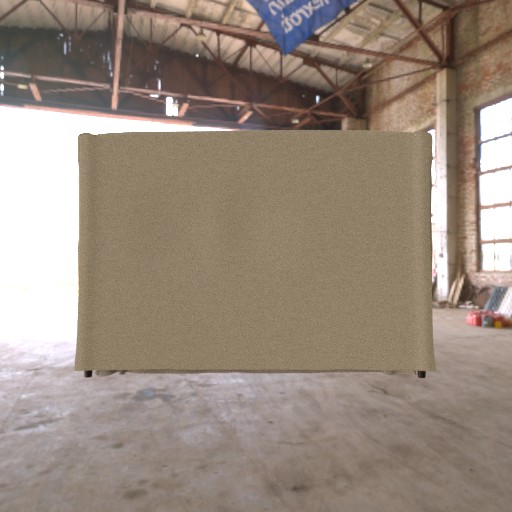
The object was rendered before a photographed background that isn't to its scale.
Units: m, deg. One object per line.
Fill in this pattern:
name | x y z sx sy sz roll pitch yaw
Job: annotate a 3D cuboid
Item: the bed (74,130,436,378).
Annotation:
bed | 0.000 0.000 3.472 1.925 1.332 2.276 0 -1 0
